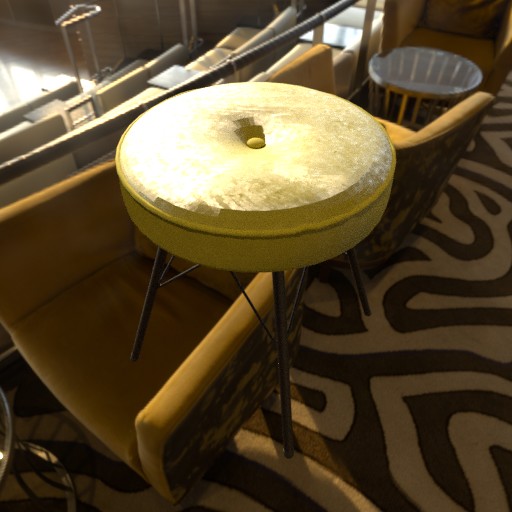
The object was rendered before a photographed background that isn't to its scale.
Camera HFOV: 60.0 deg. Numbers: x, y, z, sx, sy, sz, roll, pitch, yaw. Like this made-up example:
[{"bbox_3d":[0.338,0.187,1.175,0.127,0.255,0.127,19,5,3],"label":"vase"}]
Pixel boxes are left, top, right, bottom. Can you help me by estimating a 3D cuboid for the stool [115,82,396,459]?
[{"bbox_3d":[0.000,0.000,0.824,0.409,0.508,0.409,24,50,22],"label":"stool"}]
